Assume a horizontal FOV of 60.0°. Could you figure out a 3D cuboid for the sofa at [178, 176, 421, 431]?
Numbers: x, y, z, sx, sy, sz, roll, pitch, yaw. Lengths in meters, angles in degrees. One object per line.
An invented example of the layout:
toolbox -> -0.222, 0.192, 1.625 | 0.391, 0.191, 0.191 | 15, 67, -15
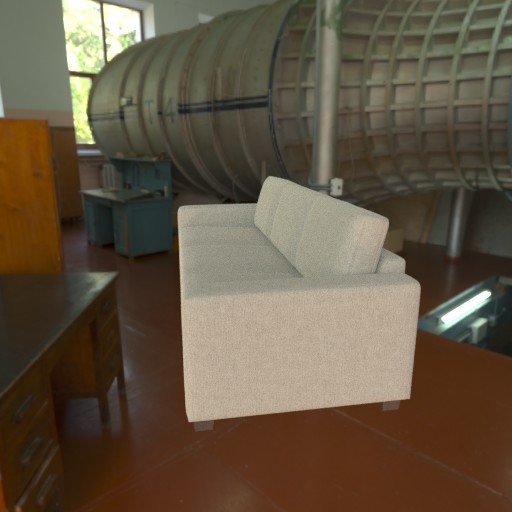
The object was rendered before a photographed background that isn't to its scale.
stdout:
sofa -> 0.000, 0.000, 2.636 | 0.900, 0.800, 2.160 | -3, 15, -10
